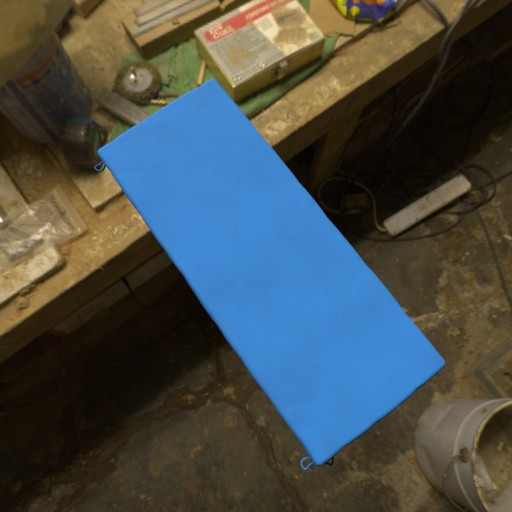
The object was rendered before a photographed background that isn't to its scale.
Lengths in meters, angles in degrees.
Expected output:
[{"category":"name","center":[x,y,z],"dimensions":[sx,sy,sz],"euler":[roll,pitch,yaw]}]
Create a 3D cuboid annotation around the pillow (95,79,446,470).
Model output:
[{"category":"pillow","center":[0.000,0.000,1.335],"dimensions":[0.492,0.081,1.187],"euler":[-35,78,-9]}]
